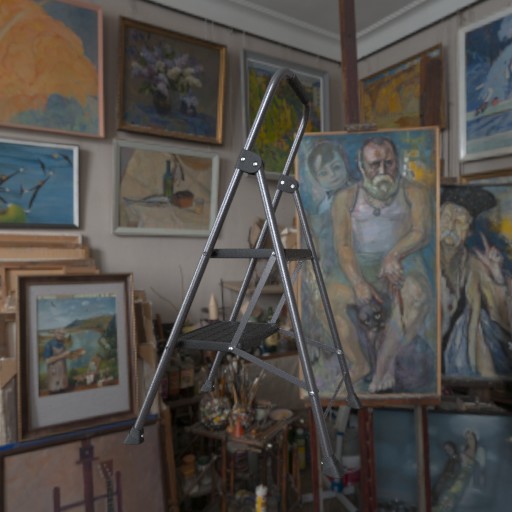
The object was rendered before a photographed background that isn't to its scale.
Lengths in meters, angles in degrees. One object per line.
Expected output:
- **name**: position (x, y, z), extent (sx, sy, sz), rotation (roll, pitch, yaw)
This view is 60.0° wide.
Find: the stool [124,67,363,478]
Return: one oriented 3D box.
- **stool**: position (0.000, 0.000, 1.160), extent (0.514, 0.872, 0.450), rotation (0, 1, 19)
